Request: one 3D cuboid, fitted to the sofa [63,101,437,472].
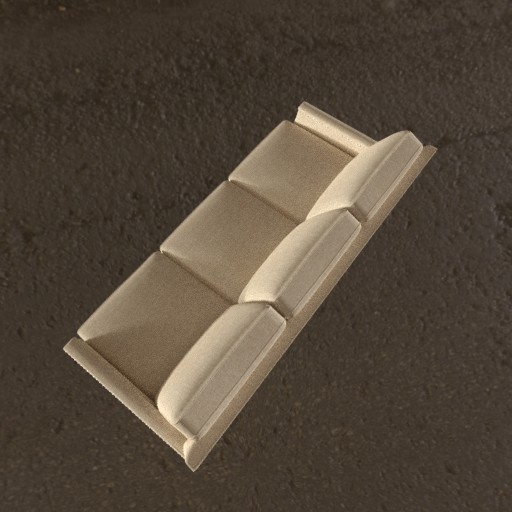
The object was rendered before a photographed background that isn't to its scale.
[{"bbox_3d":[0.000,0.000,2.709,1.041,0.940,2.210,35,69,16],"label":"sofa"}]
